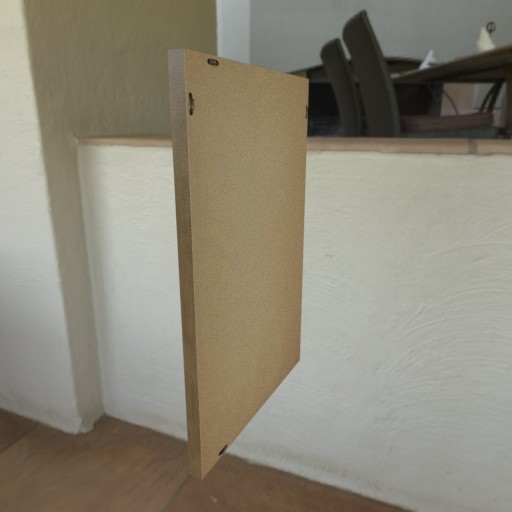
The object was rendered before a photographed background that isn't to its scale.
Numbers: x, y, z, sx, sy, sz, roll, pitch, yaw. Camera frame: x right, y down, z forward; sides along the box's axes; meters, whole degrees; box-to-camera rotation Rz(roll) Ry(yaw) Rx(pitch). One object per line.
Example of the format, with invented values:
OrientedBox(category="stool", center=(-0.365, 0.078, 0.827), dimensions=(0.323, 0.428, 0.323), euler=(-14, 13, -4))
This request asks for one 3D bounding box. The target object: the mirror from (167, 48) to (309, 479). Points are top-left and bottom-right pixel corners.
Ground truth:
OrientedBox(category="mirror", center=(0.000, 0.000, 1.162), dimensions=(0.041, 0.915, 0.609), euler=(8, 18, 26))
